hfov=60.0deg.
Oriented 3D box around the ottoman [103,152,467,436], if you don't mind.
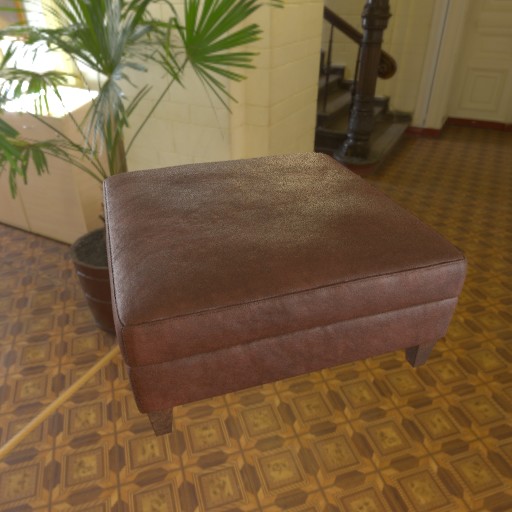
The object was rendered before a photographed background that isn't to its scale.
[{"bbox_3d":[0.000,0.000,1.345,0.836,0.415,0.844,-10,33,-15],"label":"ottoman"}]
